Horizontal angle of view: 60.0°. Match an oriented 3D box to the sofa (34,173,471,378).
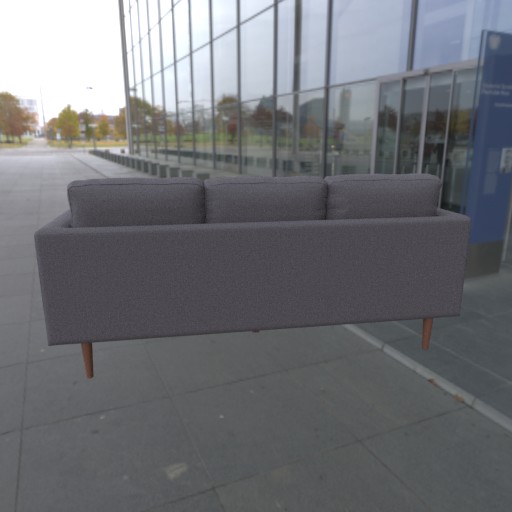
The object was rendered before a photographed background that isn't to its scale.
[{"bbox_3d":[0.000,0.000,2.442,2.029,0.912,0.802,-3,15,-9],"label":"sofa"}]
